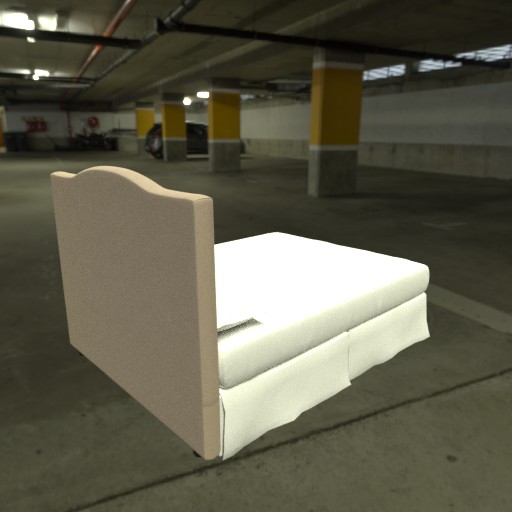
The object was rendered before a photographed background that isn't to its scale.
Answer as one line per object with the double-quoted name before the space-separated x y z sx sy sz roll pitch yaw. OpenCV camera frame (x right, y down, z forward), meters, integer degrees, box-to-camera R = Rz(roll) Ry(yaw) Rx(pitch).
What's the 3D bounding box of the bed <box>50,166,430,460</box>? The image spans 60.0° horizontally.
"bed" 0.000 0.000 3.351 2.282 1.436 1.821 -14 21 -41
